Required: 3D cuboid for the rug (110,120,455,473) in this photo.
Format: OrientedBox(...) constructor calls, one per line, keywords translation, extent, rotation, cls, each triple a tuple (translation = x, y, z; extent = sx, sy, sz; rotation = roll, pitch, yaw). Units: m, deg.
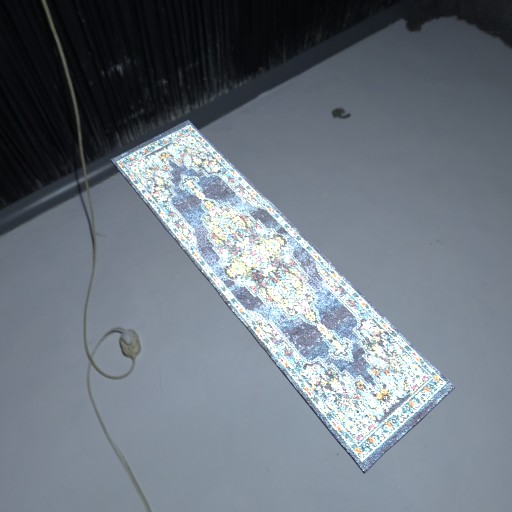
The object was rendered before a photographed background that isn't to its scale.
OrientedBox(translation=(0.000, 0.000, 2.448), extent=(0.602, 0.016, 2.283), rotation=(-33, 64, -19), cls="rug")
